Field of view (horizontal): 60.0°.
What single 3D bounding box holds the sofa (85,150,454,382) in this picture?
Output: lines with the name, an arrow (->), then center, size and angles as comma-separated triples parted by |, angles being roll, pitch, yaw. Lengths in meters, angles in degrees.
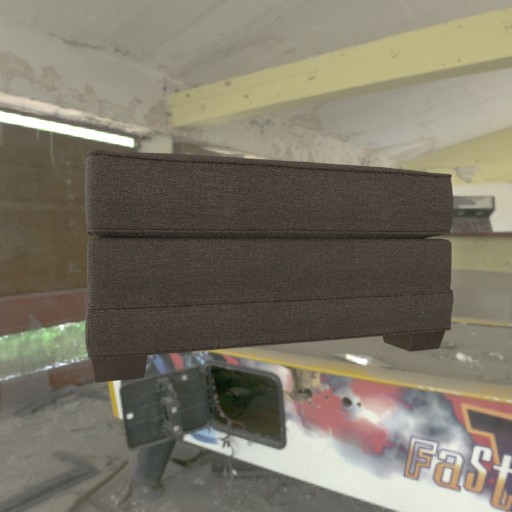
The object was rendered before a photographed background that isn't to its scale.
sofa -> 0.000, 0.000, 1.204 | 0.854, 0.457, 0.578 | -1, 2, -19
